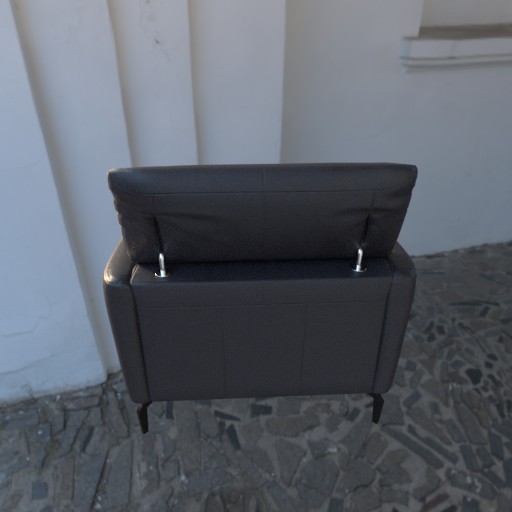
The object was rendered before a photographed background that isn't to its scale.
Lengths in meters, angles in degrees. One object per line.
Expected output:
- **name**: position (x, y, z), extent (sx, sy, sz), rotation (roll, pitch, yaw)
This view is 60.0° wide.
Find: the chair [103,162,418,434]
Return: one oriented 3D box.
- **chair**: position (0.000, 0.000, 1.663), extent (0.976, 0.949, 0.809), rotation (-1, 31, -2)
